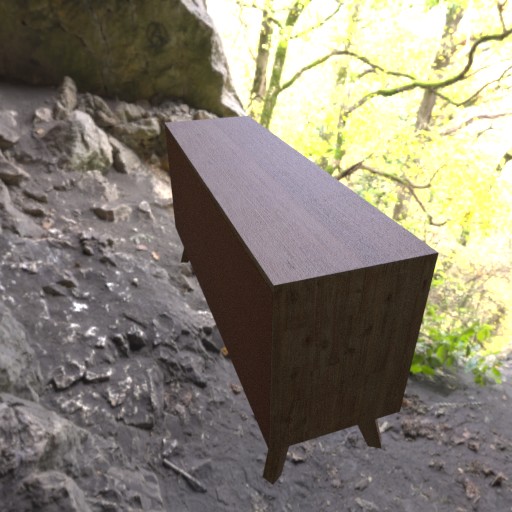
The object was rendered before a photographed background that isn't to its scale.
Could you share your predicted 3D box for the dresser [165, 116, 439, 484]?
[{"bbox_3d":[0.000,0.000,1.909,0.455,0.805,1.554,-10,32,-16],"label":"dresser"}]
